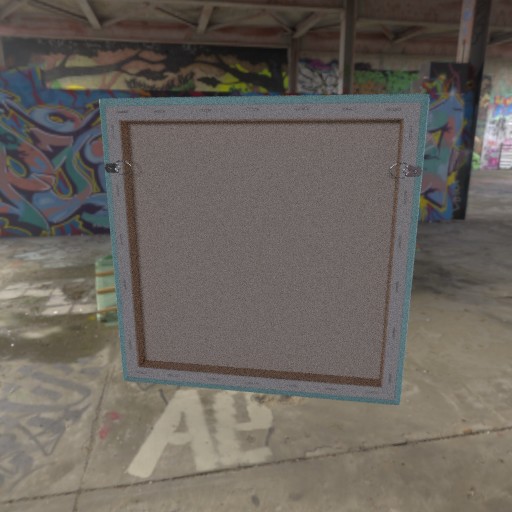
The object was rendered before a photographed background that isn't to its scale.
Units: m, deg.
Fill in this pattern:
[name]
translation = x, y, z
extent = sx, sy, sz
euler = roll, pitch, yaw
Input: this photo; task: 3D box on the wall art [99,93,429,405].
[wall art]
translation = 0.000, 0.000, 1.580
extent = 1.071, 1.073, 0.070
euler = 2, 15, 9
